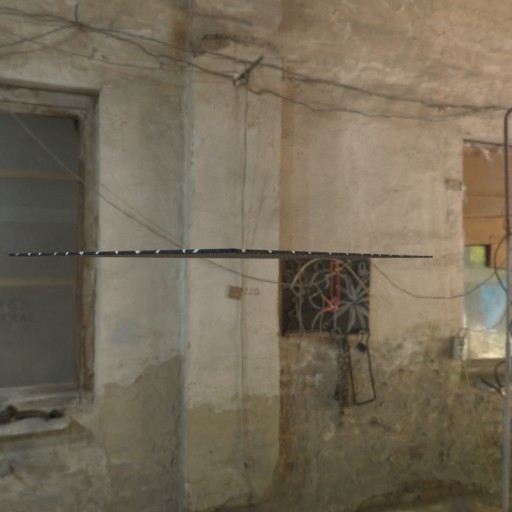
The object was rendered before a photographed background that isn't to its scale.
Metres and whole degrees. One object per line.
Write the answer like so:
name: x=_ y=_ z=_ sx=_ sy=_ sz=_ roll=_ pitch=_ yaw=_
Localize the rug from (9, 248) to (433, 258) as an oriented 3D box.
rug: x=0.000 y=0.000 z=2.213 sx=1.223 sy=0.013 sz=1.830 roll=-1 pitch=-1 yaw=37
